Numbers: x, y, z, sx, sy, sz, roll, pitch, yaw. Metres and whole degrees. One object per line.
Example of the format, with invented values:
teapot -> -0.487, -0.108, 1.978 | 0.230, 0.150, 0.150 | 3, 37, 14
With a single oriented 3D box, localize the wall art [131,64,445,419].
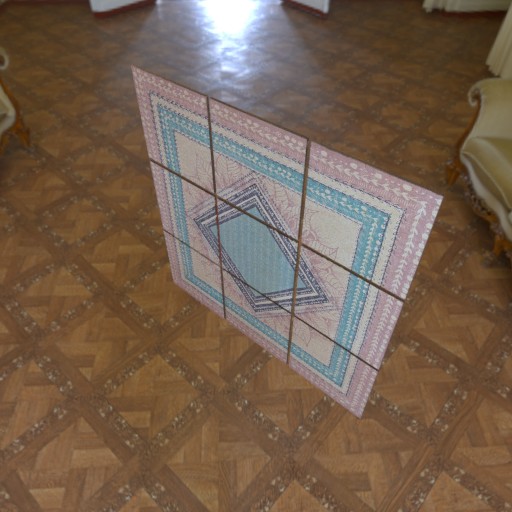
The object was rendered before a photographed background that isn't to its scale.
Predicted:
wall art -> 0.000, 0.000, 2.252 | 1.527, 1.525, 0.014 | 31, 53, 27
